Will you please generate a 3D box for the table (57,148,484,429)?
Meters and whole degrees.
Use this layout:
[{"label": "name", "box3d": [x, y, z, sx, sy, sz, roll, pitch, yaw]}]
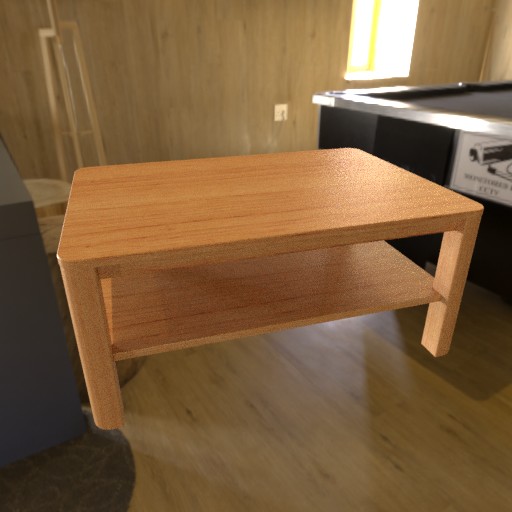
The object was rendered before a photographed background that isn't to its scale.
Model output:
[{"label": "table", "box3d": [0.000, 0.000, 1.353, 0.997, 0.445, 0.696, -8, 27, -15]}]
